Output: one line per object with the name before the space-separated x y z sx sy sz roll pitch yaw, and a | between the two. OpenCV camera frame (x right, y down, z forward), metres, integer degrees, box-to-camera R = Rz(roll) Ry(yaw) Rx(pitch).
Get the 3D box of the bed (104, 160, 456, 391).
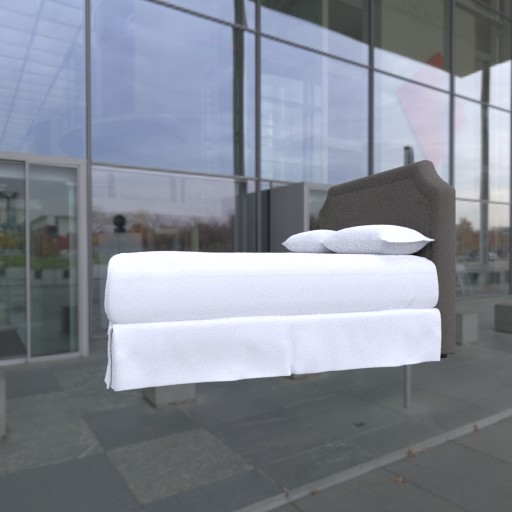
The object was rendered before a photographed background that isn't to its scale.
bed | 0.000 0.000 3.953 2.536 1.561 2.194 0 1 -18
